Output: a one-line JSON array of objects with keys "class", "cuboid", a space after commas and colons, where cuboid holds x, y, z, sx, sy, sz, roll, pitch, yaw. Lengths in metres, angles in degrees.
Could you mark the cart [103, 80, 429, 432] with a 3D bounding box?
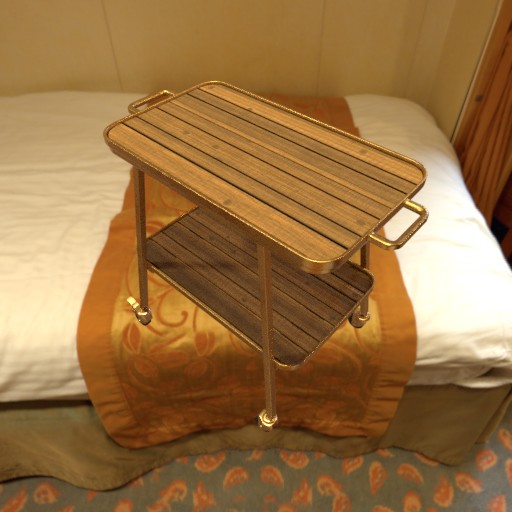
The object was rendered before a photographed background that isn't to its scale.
[{"class": "cart", "cuboid": [0.000, 0.000, 1.266, 0.806, 0.700, 0.524, 33, 54, 28]}]
